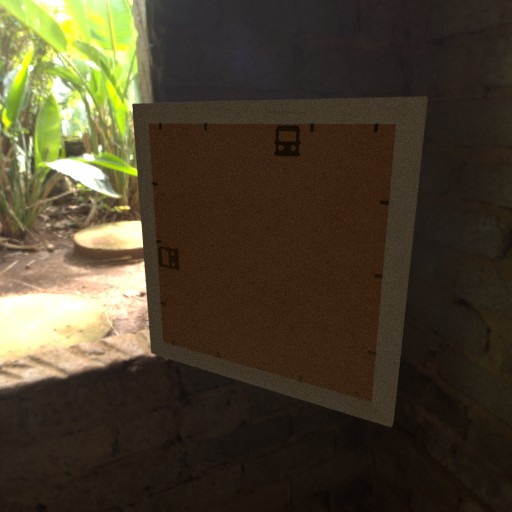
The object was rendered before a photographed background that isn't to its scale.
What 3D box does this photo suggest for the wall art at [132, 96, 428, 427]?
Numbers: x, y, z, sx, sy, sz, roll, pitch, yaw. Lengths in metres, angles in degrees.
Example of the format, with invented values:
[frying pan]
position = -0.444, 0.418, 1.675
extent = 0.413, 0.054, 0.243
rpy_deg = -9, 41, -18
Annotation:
[wall art]
position = 0.000, 0.000, 0.882
extent = 0.584, 0.584, 0.013
rpy_deg = 9, 19, 27
